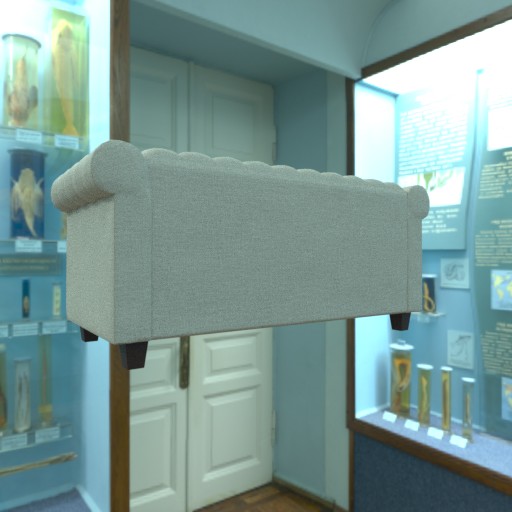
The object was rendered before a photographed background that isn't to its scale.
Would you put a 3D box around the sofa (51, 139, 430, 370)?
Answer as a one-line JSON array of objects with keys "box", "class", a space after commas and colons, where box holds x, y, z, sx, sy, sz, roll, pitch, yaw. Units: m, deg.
[{"box": [0.000, 0.000, 2.242, 1.798, 0.797, 0.783, 0, 0, -34], "class": "sofa"}]
